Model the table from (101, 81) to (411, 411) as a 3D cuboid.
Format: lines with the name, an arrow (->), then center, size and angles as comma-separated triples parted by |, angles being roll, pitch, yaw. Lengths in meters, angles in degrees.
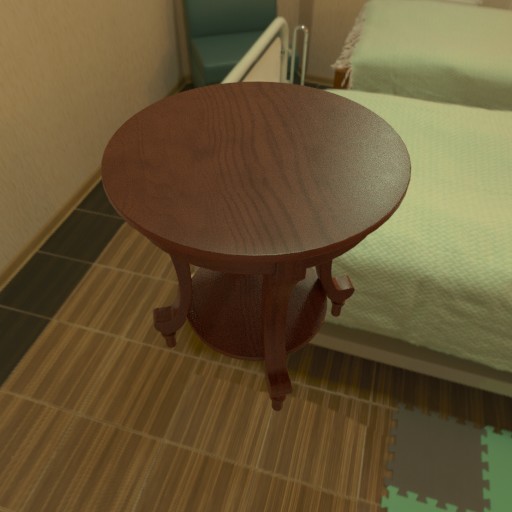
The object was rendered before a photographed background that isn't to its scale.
table -> 0.000, 0.000, 1.094 | 0.597, 0.612, 0.597 | 0, 46, 0
